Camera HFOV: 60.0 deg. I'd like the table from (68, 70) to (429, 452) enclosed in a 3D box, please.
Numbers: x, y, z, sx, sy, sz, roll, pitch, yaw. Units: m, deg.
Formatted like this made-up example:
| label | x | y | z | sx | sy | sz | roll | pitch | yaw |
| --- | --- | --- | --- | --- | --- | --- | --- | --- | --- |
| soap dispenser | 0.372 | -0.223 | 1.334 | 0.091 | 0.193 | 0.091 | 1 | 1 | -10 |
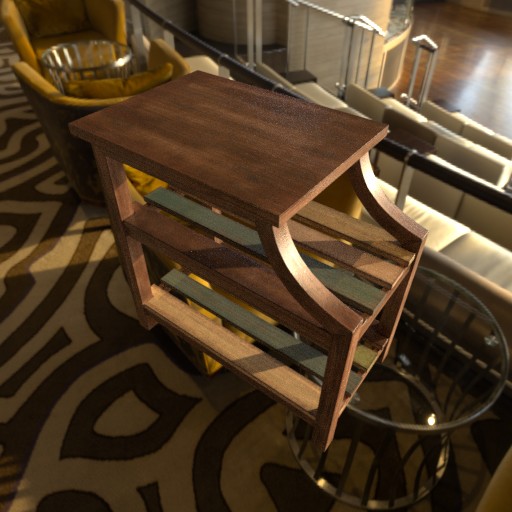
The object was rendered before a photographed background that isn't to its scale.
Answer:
| label | x | y | z | sx | sy | sz | roll | pitch | yaw |
| --- | --- | --- | --- | --- | --- | --- | --- | --- | --- |
| table | 0.000 | 0.000 | 0.985 | 0.609 | 0.584 | 0.356 | 27 | 48 | 27 |
